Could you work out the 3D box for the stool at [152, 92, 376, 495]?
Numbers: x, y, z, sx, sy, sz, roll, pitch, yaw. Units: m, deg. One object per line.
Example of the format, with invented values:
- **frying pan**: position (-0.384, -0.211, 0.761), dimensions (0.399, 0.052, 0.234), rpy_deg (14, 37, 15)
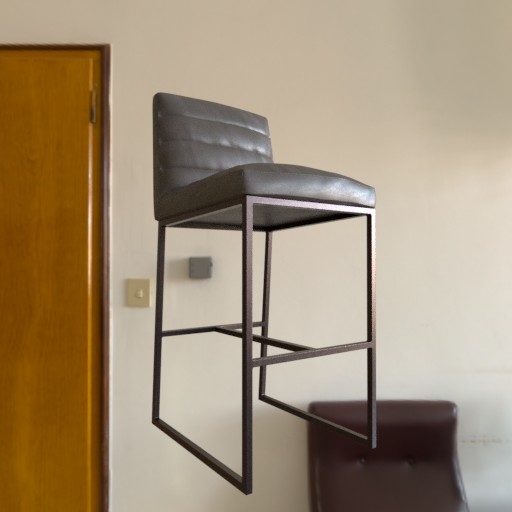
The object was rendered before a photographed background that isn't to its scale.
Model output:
- **stool**: position (0.000, 0.000, 1.330), dimensions (0.463, 1.065, 0.562), rpy_deg (1, -1, -35)
